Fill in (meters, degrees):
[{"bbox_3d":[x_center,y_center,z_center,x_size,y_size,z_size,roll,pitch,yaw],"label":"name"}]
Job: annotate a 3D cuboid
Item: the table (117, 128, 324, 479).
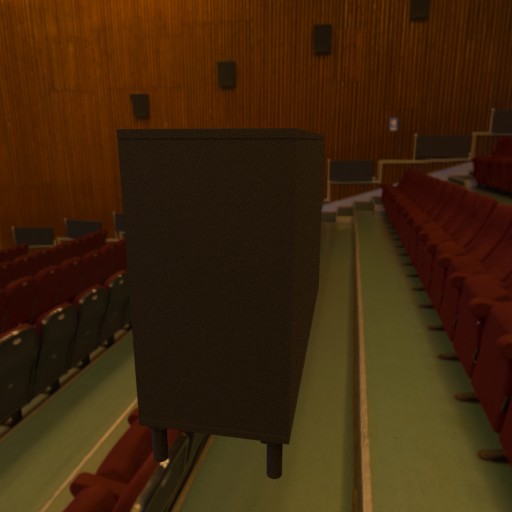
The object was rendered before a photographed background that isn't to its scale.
[{"bbox_3d":[0.000,0.000,1.599,0.400,0.855,1.200,3,15,11],"label":"table"}]
